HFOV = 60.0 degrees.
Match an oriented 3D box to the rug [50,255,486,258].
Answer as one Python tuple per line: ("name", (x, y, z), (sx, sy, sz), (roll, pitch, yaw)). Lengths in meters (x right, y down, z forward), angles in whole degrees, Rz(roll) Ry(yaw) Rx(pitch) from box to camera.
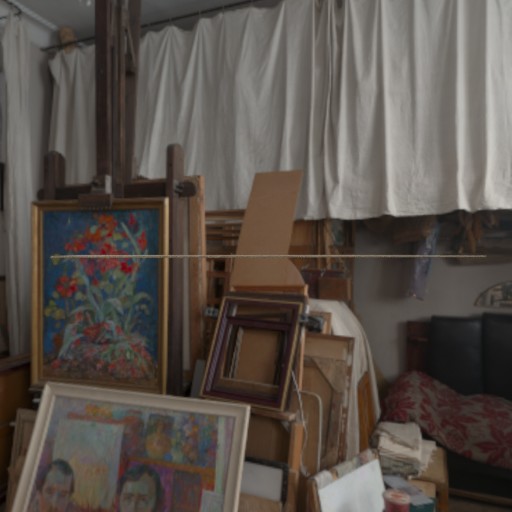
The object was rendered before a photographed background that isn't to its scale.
("rug", (0.000, 0.000, 2.332), (1.827, 0.006, 1.221), (0, 0, -18))
